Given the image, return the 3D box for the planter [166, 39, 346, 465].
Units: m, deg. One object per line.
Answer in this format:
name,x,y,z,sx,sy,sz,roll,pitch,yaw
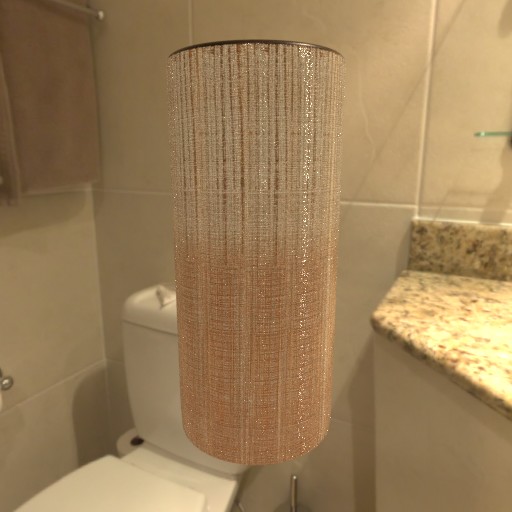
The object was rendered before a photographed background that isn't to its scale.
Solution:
planter,0.000,0.000,0.276,0.100,0.227,0.100,-2,13,-10
